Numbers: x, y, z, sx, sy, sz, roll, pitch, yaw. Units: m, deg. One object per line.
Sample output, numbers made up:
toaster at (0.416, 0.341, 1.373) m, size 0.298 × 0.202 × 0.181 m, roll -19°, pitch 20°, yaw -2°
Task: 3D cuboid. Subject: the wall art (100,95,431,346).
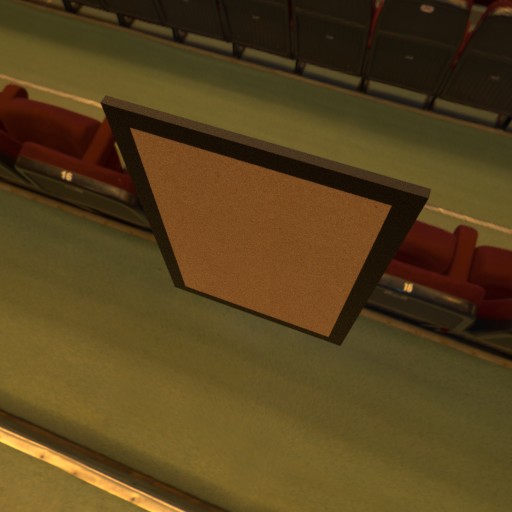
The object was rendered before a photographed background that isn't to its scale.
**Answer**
wall art at (0.000, 0.000, 0.721) m, size 0.381 × 0.534 × 0.013 m, roll 18°, pitch 64°, yaw 9°
